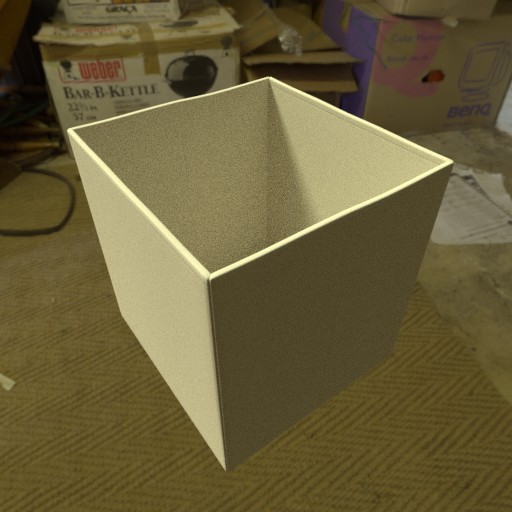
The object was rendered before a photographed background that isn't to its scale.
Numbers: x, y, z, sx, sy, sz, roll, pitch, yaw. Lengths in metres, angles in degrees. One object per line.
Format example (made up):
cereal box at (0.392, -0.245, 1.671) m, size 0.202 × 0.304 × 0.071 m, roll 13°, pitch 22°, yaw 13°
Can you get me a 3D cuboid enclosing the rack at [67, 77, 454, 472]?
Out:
rack at (0.000, 0.000, 0.503) m, size 0.270 × 0.280 × 0.270 m, roll -26°, pitch 47°, yaw -27°
